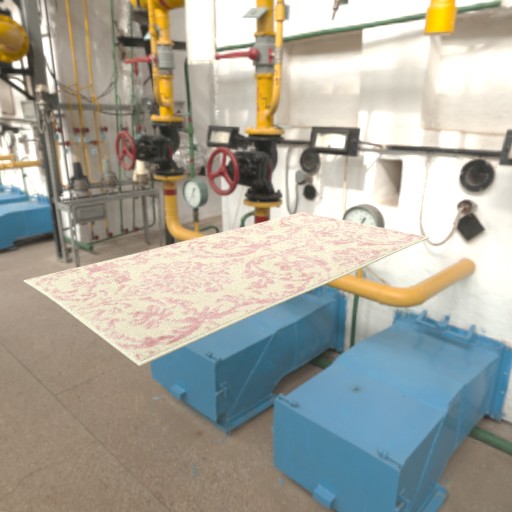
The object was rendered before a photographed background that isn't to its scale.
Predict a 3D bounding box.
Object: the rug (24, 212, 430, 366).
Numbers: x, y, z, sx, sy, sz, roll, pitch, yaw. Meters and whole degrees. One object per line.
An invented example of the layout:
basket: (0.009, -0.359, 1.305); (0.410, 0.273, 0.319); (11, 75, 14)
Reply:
rug: (0.000, 0.000, 1.429); (0.604, 0.007, 1.219); (17, 25, 42)
